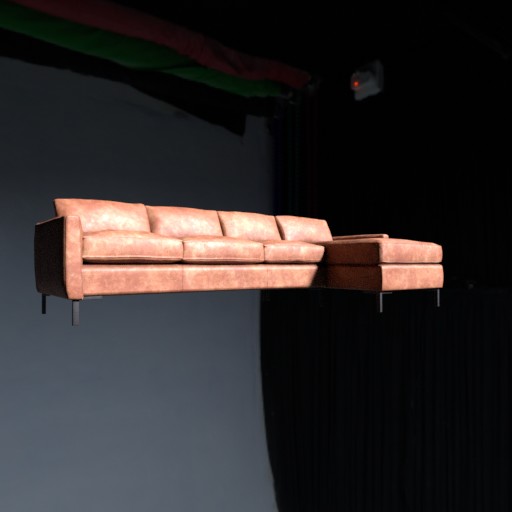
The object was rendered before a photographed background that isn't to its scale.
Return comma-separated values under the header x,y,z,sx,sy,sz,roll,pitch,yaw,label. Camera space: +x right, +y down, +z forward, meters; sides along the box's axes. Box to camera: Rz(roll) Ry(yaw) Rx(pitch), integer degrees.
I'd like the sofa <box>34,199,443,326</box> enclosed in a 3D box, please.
x,y,z,sx,sy,sz,roll,pitch,yaw,label
0.000,0.000,3.535,2.993,0.859,1.471,1,-1,-36,sofa
